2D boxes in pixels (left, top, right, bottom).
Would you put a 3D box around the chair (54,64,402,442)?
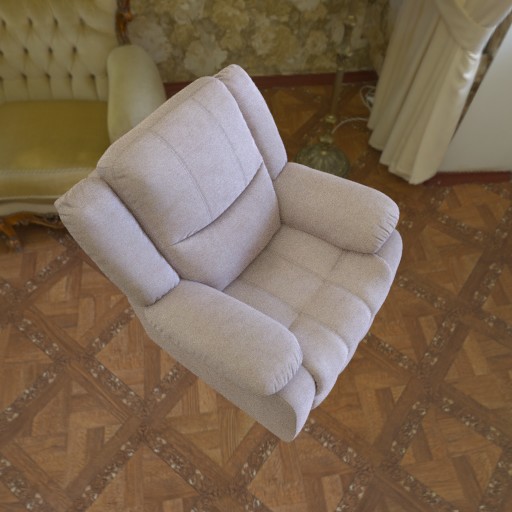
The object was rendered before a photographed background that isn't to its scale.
[{"bbox_3d":[0.000,0.000,1.658,0.944,1.008,0.899,31,62,19],"label":"chair"}]
